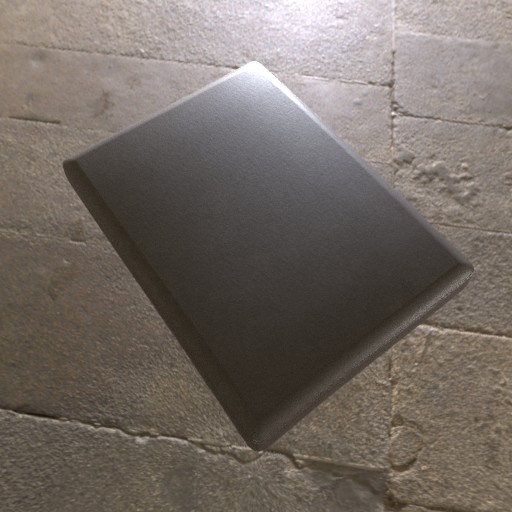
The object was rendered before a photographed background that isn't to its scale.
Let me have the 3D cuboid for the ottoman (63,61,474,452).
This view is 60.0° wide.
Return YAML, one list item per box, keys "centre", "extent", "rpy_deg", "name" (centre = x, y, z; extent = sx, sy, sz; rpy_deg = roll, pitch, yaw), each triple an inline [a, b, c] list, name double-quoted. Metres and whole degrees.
- centre: [0.000, 0.000, 1.178]
  extent: [0.590, 0.498, 0.795]
  rpy_deg: [-34, 68, -15]
  name: "ottoman"
